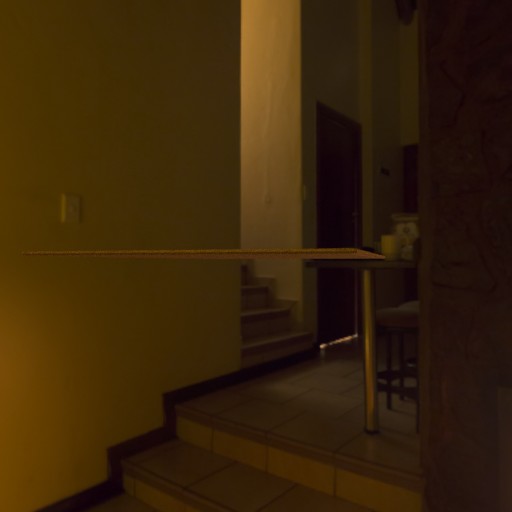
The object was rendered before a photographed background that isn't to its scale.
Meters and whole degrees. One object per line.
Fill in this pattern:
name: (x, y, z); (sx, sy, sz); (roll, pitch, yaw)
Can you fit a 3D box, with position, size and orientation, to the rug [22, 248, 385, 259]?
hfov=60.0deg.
rug: (0.000, 0.000, 2.313); (1.219, 0.016, 1.829); (0, -1, 19)
